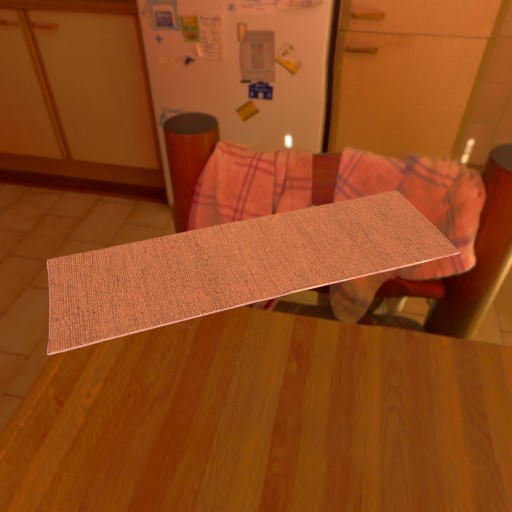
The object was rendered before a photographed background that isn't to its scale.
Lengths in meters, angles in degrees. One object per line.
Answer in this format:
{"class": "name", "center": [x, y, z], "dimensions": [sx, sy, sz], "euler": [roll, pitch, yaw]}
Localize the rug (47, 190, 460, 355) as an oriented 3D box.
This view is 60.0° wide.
{"class": "rug", "center": [0.000, 0.000, 2.588], "dimensions": [2.320, 0.032, 0.692], "euler": [-12, 43, -13]}
